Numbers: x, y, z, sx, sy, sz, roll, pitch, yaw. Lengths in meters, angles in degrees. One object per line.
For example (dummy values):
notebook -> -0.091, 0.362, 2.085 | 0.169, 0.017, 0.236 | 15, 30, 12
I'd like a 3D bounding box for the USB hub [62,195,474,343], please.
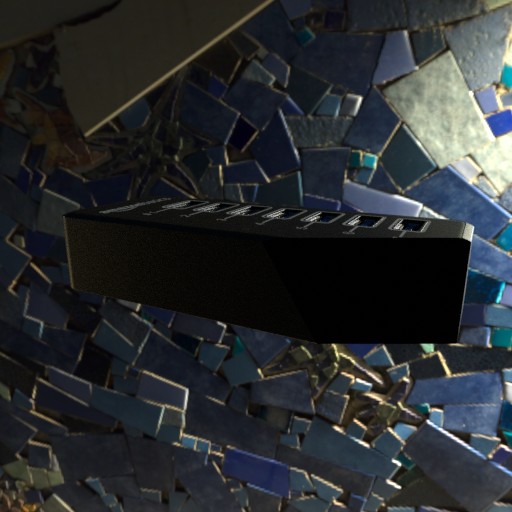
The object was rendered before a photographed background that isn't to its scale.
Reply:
USB hub -> 0.000, 0.000, 0.127 | 0.110, 0.023, 0.044 | 8, 18, 26
